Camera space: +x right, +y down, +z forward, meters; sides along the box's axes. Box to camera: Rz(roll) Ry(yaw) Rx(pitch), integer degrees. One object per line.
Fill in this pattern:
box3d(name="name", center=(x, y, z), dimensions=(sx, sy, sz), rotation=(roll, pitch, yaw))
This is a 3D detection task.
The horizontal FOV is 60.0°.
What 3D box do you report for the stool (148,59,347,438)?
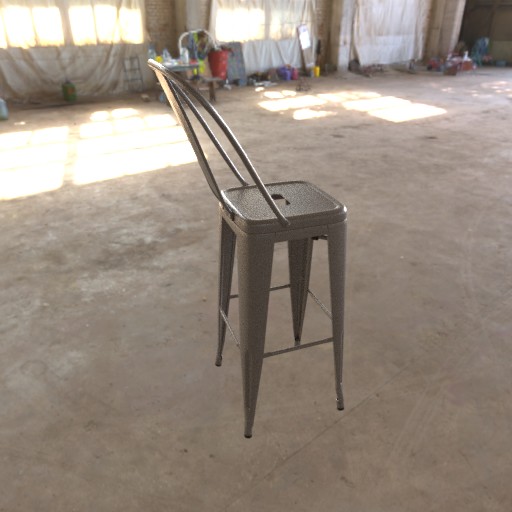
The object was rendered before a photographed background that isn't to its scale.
box3d(name="stool", center=(0.000, 0.000, 1.337), dimensions=(0.513, 1.096, 0.399), rotation=(-10, 29, -17))
